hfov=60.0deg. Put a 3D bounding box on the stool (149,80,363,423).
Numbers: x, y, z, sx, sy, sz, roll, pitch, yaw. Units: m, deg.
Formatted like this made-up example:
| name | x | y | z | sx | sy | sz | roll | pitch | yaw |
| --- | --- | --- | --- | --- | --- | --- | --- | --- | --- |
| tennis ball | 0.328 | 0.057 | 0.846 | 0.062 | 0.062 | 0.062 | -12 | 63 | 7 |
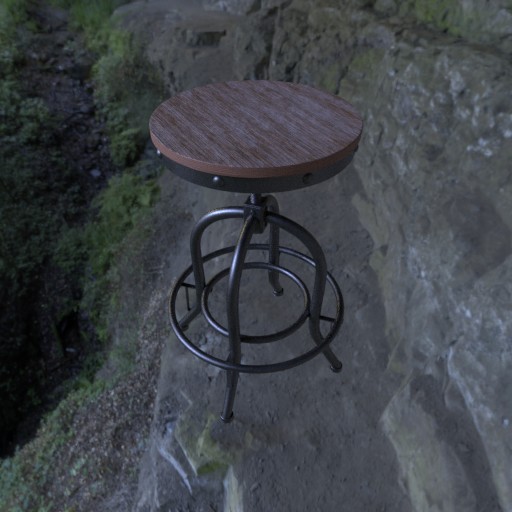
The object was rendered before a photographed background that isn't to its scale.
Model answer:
| name | x | y | z | sx | sy | sz | roll | pitch | yaw |
| --- | --- | --- | --- | --- | --- | --- | --- | --- | --- |
| stool | 0.000 | 0.000 | 0.931 | 0.439 | 0.609 | 0.439 | 12 | 42 | 14 |
